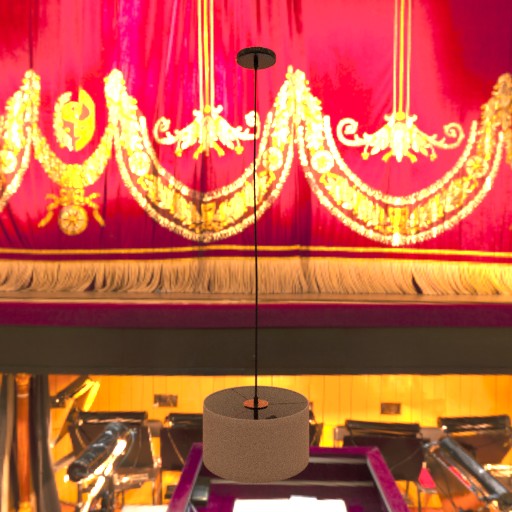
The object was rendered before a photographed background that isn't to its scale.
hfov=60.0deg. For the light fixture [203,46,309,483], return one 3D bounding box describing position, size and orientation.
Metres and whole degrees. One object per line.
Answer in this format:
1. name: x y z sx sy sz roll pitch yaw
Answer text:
1. light fixture: 0.000 0.000 1.677 0.399 1.516 0.399 0 0 0
